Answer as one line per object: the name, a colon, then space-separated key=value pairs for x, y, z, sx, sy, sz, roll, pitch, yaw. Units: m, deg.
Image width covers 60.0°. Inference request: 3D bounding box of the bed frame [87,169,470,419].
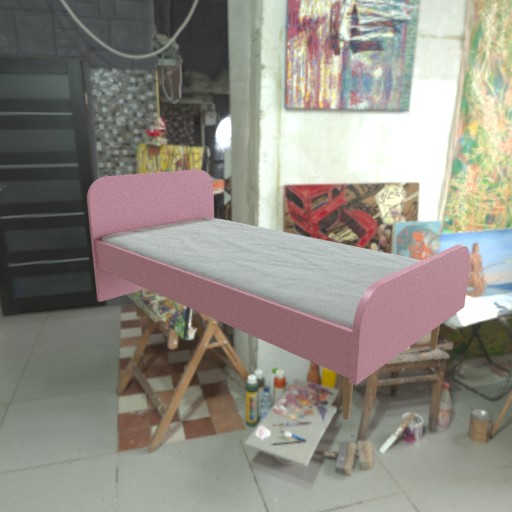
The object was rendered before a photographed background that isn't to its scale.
bed frame: x=0.000 y=0.000 z=2.505 sx=1.963 sy=0.805 sz=0.998 roll=15 pitch=22 yaw=42
